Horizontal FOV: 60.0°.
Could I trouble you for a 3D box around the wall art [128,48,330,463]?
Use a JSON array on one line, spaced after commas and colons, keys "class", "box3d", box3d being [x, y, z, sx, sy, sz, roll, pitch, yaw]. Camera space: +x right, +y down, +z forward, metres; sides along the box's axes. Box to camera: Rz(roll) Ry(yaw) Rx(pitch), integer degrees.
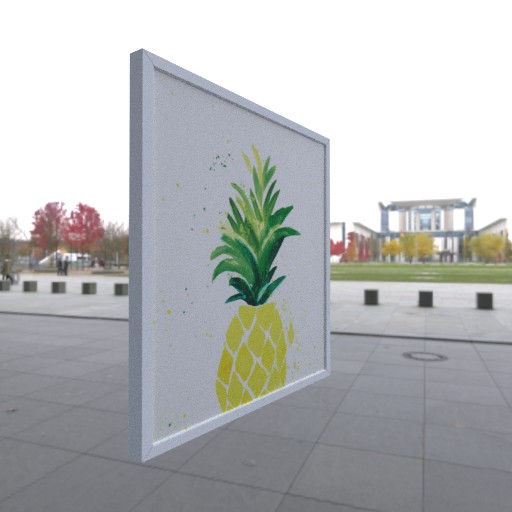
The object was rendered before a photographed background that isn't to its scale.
[{"class": "wall art", "box3d": [0.000, 0.000, 1.132, 0.038, 0.761, 0.763, 0, -1, 36]}]
